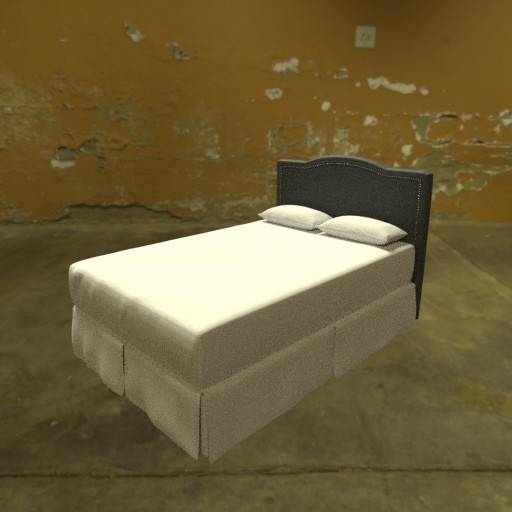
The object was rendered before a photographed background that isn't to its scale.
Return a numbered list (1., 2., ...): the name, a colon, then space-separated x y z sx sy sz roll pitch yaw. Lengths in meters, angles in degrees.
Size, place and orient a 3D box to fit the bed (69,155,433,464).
1. bed: 0.000 0.000 3.541 2.507 1.441 1.747 -16 24 -42
